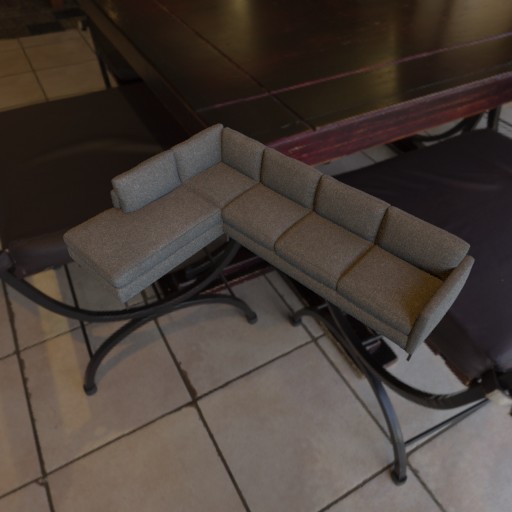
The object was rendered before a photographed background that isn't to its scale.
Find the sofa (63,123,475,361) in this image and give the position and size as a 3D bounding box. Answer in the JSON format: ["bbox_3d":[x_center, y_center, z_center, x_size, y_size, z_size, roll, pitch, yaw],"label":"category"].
[{"bbox_3d":[0.000,0.000,3.812,2.949,0.815,2.007,33,54,28],"label":"sofa"}]
